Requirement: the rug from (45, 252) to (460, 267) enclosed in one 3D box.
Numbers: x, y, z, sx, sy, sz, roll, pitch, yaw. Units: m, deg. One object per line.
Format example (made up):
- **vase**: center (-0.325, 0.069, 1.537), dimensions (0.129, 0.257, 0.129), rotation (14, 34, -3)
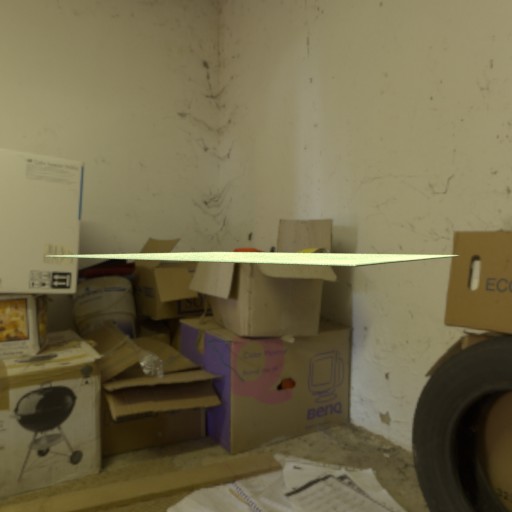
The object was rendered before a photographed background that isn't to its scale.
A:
- **rug**: center (0.000, 0.000, 4.057), dimensions (2.980, 0.012, 2.363), rotation (1, 2, 36)
